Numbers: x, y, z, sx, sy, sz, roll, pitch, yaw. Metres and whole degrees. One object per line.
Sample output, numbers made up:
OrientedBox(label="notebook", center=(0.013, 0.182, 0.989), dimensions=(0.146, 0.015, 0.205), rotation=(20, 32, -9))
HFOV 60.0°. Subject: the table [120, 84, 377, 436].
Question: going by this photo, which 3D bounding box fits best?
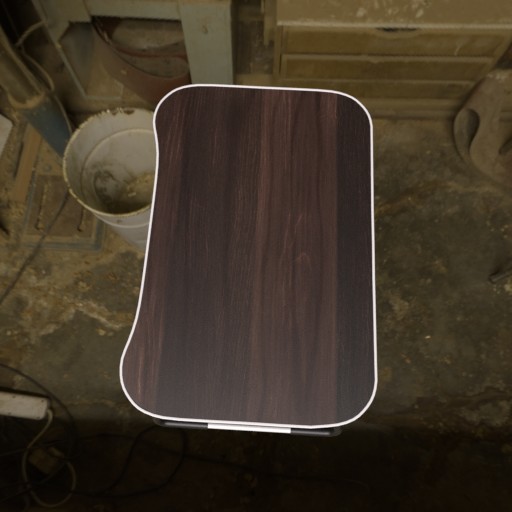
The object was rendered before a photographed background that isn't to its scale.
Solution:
OrientedBox(label="table", center=(0.000, 0.000, 0.860), dimensions=(0.400, 0.232, 0.660), rotation=(3, 74, 1))
